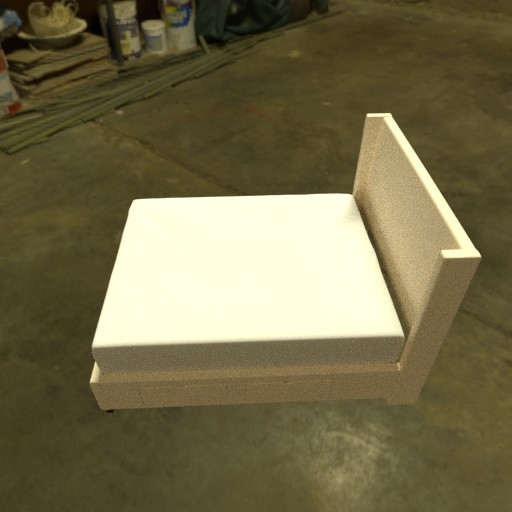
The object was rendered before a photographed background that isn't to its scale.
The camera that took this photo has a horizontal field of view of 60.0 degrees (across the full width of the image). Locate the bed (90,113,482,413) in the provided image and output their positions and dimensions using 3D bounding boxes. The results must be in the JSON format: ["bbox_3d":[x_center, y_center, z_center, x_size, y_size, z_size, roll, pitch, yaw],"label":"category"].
[{"bbox_3d":[0.000,0.000,3.405,2.280,1.471,1.765,-2,42,-2],"label":"bed"}]
